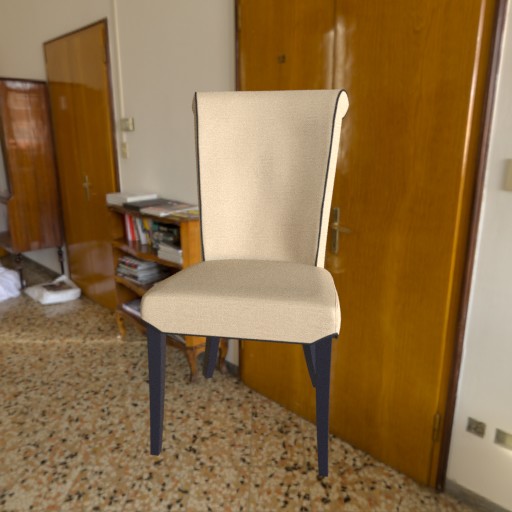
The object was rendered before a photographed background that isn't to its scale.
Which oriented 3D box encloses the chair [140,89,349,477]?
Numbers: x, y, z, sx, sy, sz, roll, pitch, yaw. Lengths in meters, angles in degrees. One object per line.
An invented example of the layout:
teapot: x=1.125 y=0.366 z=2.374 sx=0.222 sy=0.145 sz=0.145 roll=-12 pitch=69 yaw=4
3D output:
chair: x=0.000 y=0.000 z=1.349 sx=0.522 sy=0.997 sz=0.623 roll=3 pitch=15 yaw=9
